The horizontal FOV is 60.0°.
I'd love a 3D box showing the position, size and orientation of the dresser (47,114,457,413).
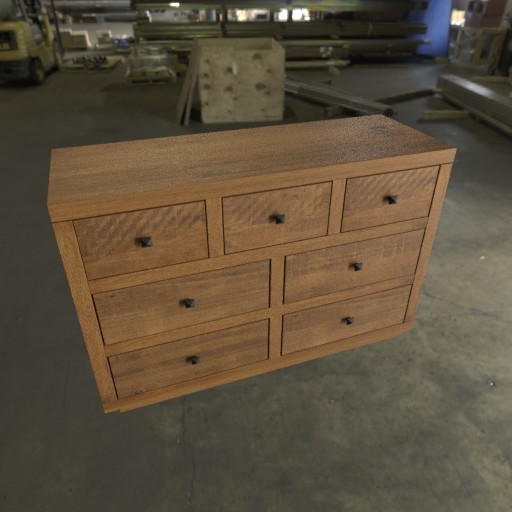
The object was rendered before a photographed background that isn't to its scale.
[{"bbox_3d":[0.000,0.000,1.670,1.261,0.825,0.479,-11,34,-17],"label":"dresser"}]
